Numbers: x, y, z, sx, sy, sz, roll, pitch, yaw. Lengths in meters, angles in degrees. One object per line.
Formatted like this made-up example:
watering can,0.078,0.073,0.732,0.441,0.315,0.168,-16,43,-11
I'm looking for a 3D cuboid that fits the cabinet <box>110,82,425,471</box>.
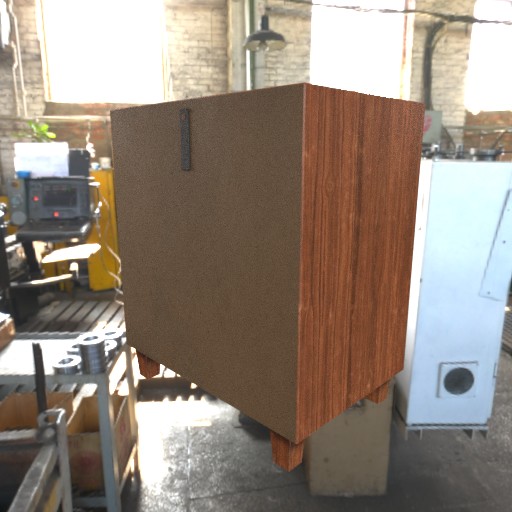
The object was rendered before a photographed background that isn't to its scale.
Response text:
cabinet,0.000,0.000,1.083,0.410,0.695,0.607,-13,18,-43
